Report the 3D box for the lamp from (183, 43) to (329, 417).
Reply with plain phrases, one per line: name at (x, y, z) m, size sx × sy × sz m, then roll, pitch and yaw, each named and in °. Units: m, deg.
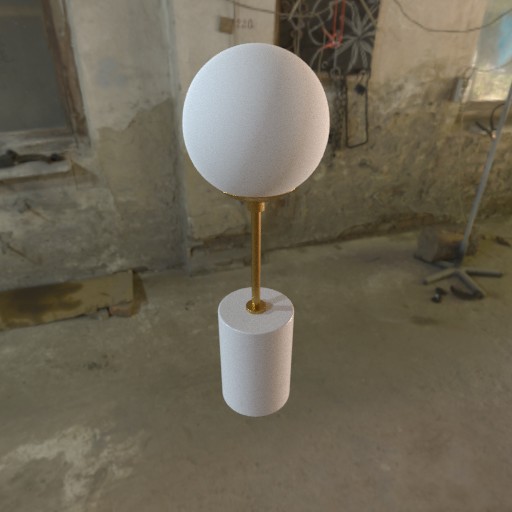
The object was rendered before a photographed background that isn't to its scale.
lamp at (0.000, 0.000, 0.552) m, size 0.153 × 0.480 × 0.153 m, roll 0°, pitch 31°, yaw 0°
